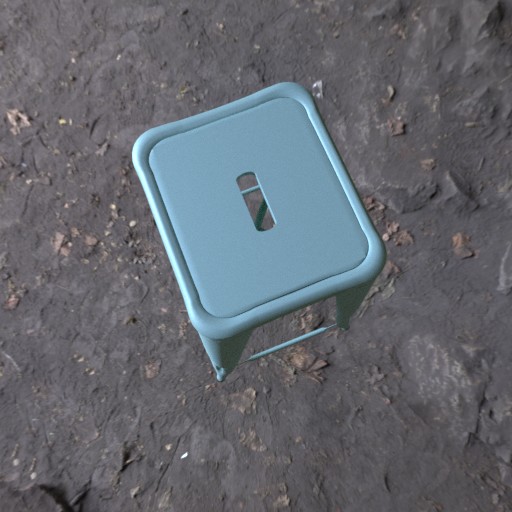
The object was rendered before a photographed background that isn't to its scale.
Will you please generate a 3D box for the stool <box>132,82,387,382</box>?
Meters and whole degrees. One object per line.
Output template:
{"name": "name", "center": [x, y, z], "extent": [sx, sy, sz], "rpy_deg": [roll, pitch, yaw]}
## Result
{"name": "stool", "center": [0.000, 0.000, 0.851], "extent": [0.359, 0.609, 0.399], "rpy_deg": [-22, 78, -5]}
